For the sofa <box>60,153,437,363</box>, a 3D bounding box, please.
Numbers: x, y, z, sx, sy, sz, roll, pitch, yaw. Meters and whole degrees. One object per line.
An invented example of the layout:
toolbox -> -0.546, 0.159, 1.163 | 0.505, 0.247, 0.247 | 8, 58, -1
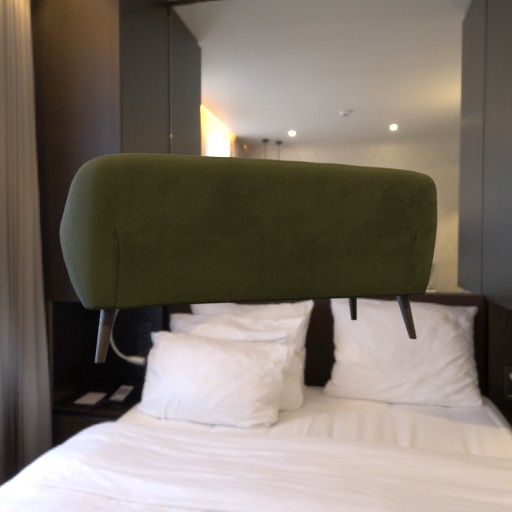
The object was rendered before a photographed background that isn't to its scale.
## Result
sofa -> 0.000, 0.000, 2.266 | 1.840, 0.836, 0.820 | 0, 1, -18
